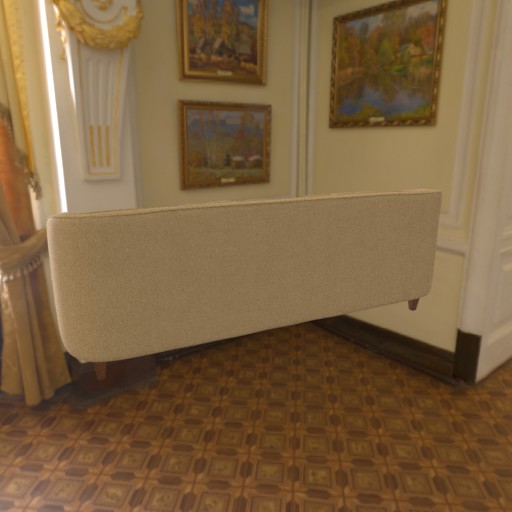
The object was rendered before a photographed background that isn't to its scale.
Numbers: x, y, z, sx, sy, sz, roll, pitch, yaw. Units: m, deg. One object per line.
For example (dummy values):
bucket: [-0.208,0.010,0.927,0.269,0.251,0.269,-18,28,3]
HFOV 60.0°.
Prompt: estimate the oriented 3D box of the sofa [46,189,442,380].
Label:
sofa: [0.000,0.000,2.660,2.235,0.788,0.913,-7,16,-25]
